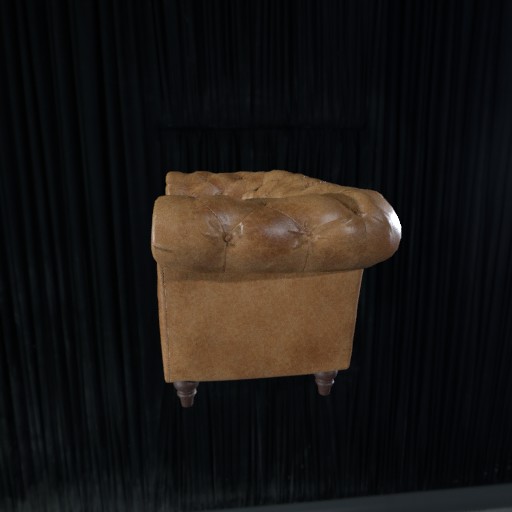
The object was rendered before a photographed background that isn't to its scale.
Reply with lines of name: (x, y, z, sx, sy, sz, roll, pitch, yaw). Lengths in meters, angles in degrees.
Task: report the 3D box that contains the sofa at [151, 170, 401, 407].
sofa: (0.000, 0.000, 2.500, 1.042, 0.877, 1.979, -2, 14, -9)
